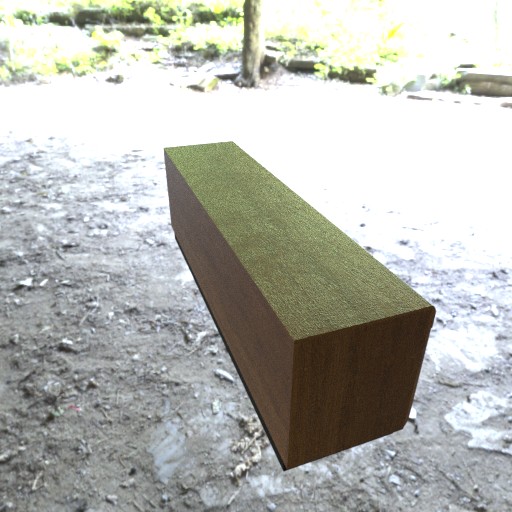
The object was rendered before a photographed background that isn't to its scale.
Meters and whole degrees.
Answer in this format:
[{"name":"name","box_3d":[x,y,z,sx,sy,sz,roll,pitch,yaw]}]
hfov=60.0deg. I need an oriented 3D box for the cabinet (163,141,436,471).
[{"name":"cabinet","box_3d":[0.000,0.000,1.811,0.419,0.510,1.600,-10,31,-18]}]
